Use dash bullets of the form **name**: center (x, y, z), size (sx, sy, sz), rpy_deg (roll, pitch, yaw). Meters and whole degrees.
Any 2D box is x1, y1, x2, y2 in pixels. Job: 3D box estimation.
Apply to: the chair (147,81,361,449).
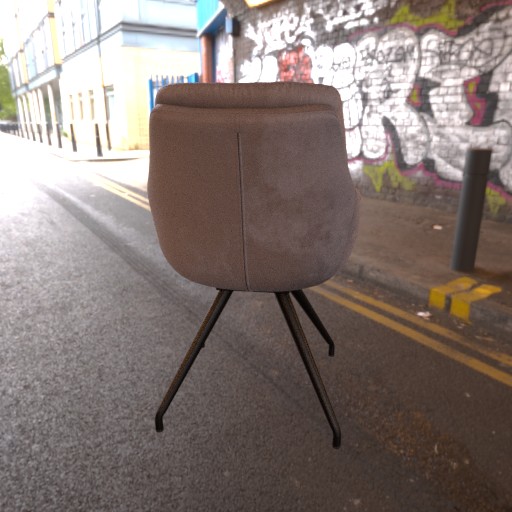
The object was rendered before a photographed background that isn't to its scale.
- **chair**: center (0.000, 0.000, 1.255), size (0.579, 0.888, 0.569), rpy_deg (2, 17, 7)
